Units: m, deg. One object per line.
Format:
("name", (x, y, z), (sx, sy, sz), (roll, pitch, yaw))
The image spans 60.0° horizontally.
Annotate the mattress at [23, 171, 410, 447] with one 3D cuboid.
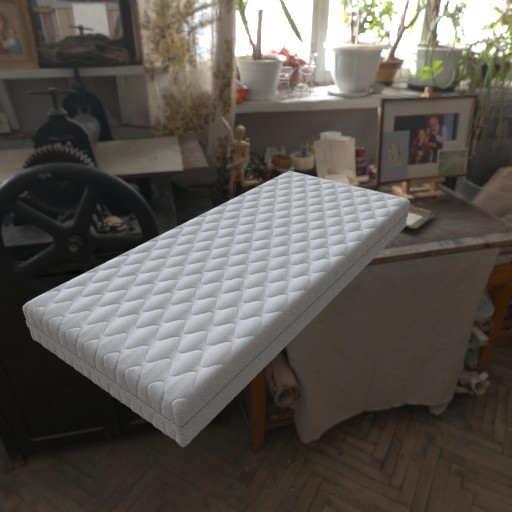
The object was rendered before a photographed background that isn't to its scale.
("mattress", (0.000, 0.000, 2.297), (0.900, 0.200, 2.000), (20, 36, 31))
